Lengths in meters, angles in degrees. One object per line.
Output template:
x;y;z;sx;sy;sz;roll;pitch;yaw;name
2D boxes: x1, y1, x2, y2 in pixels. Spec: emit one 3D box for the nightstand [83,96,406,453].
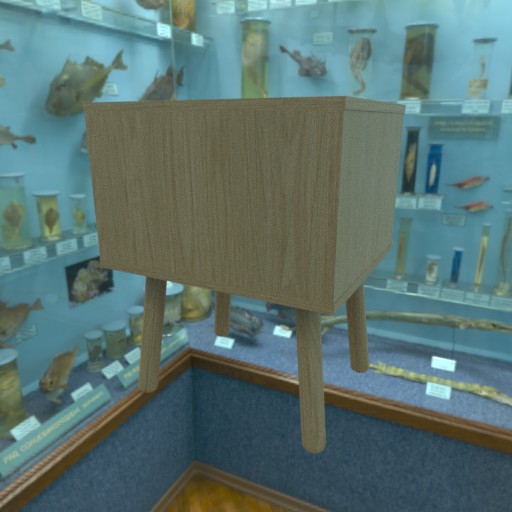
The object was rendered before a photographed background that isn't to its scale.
0.000;0.000;0.878;0.450;0.571;0.380;9;19;27;nightstand
